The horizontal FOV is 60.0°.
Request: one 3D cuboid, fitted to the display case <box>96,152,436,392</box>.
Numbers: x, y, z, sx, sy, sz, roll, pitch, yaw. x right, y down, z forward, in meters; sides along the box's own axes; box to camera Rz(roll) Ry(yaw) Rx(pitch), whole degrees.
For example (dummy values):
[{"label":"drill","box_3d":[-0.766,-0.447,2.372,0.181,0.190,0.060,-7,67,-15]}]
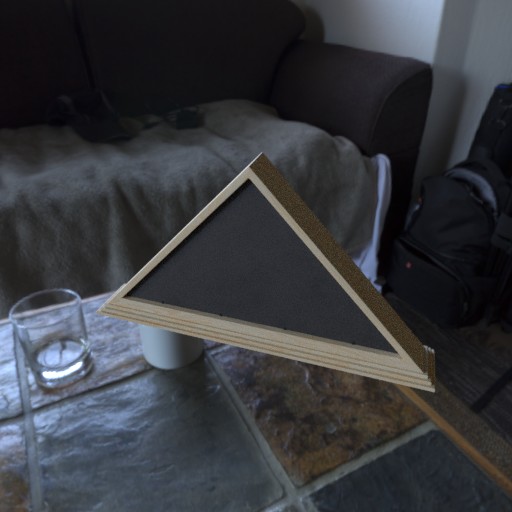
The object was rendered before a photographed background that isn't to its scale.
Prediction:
[{"label":"display case","box_3d":[0.000,0.000,0.751,0.640,0.340,0.095,10,33,15]}]
